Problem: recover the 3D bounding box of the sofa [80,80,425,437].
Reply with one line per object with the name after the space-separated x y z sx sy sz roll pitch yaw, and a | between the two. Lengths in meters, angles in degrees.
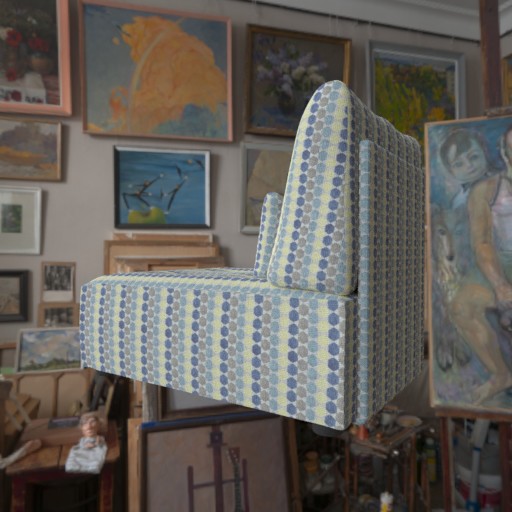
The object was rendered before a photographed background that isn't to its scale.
0.000 0.000 1.532 1.000 0.820 0.700 1 1 34 | sofa
